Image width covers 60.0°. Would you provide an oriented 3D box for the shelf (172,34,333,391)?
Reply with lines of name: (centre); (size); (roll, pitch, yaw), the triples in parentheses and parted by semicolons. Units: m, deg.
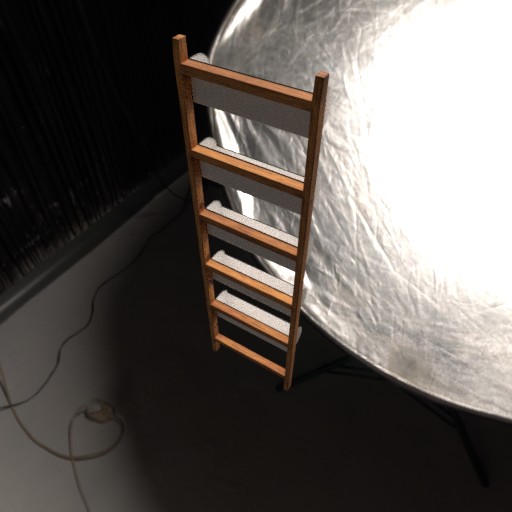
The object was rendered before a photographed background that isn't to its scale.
shelf: (0.000, 0.000, 1.744); (0.454, 1.600, 0.141); (24, 52, 21)
